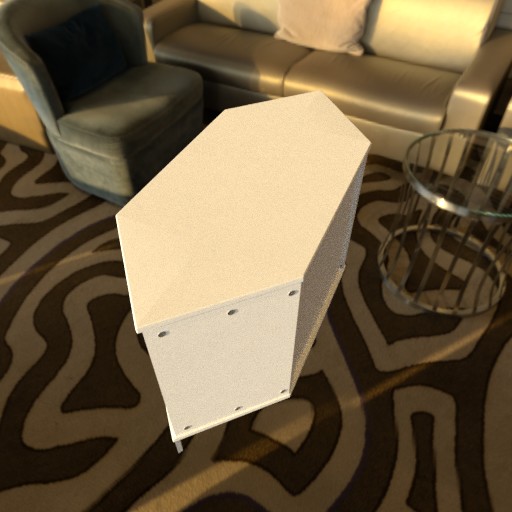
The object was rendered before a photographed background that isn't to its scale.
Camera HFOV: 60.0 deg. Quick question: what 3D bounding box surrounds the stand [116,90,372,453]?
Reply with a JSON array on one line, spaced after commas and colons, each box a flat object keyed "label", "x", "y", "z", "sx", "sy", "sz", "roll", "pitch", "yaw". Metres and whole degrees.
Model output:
[{"label": "stand", "x": 0.000, "y": 0.000, "z": 1.382, "sx": 0.477, "sy": 0.614, "sz": 1.072, "roll": 18, "pitch": 48, "yaw": 17}]
